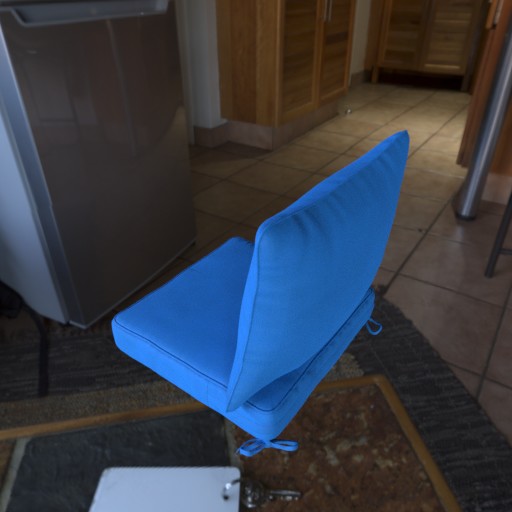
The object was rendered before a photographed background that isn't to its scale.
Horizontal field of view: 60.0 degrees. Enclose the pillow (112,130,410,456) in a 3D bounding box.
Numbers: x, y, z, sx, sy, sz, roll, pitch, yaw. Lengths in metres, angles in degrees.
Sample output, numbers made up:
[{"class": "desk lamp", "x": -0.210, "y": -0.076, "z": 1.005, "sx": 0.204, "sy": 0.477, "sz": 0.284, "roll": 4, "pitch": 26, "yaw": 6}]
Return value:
[{"class": "pillow", "x": 0.000, "y": 0.000, "z": 1.393, "sx": 0.733, "sy": 0.725, "sz": 0.798, "roll": 22, "pitch": 39, "yaw": 29}]
